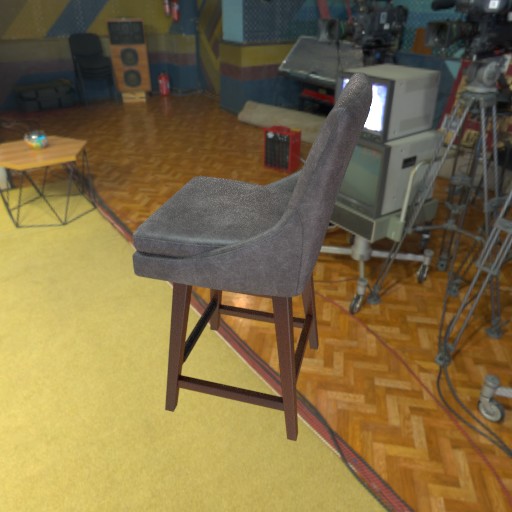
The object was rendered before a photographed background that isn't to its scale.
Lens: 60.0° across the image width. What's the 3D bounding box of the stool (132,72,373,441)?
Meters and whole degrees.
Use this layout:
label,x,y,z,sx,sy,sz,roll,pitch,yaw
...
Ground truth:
label,x,y,z,sx,sy,sz,roll,pitch,yaw
stool,0.000,0.000,1.394,0.587,1.046,0.492,8,32,13
